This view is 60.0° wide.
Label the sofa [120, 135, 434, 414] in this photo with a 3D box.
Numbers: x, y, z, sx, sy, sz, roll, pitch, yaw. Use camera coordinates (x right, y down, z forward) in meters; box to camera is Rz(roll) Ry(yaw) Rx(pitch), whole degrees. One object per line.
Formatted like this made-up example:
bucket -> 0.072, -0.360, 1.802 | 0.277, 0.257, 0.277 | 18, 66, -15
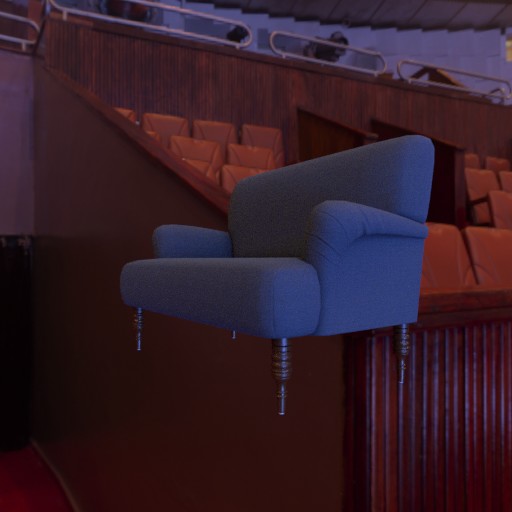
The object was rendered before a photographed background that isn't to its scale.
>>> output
sofa -> 0.000, 0.000, 1.857 | 0.779, 0.889, 1.297 | 0, -1, -36
